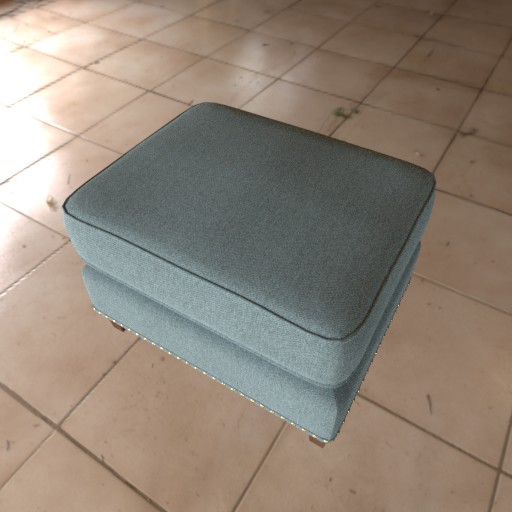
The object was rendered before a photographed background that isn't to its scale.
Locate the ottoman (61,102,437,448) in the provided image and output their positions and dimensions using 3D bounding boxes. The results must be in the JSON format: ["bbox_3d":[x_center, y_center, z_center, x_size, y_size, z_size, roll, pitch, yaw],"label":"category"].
[{"bbox_3d":[0.000,0.000,1.160,0.738,0.537,0.589,24,52,20],"label":"ottoman"}]
